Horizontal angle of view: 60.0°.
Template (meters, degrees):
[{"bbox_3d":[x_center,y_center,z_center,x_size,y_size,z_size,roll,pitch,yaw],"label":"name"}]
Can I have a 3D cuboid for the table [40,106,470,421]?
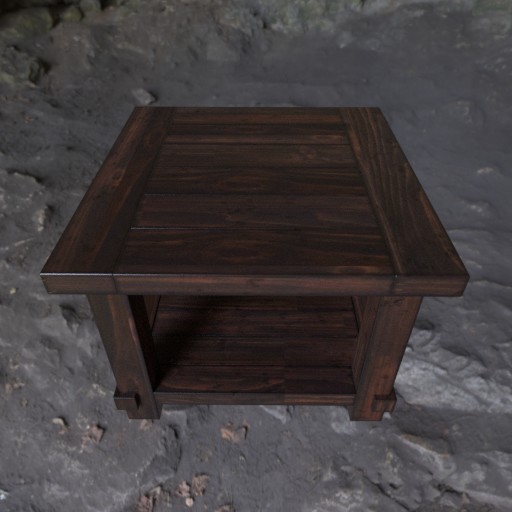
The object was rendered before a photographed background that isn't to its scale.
[{"bbox_3d":[0.000,0.000,0.980,0.593,0.437,0.606,0,40,0],"label":"table"}]
